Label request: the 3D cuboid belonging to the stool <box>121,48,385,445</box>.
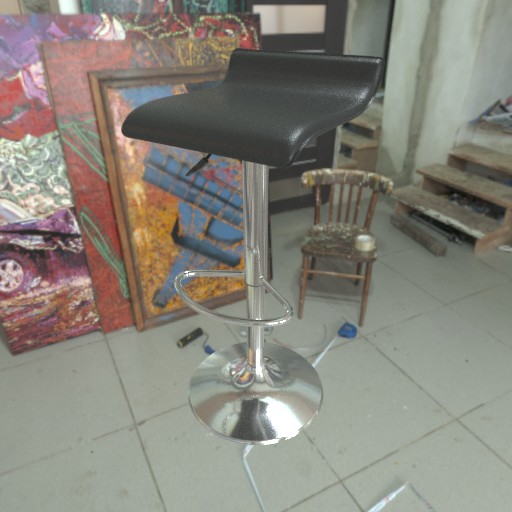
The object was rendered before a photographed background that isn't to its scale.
[{"bbox_3d":[0.000,0.000,1.044,0.381,0.851,0.381,18,34,28],"label":"stool"}]
